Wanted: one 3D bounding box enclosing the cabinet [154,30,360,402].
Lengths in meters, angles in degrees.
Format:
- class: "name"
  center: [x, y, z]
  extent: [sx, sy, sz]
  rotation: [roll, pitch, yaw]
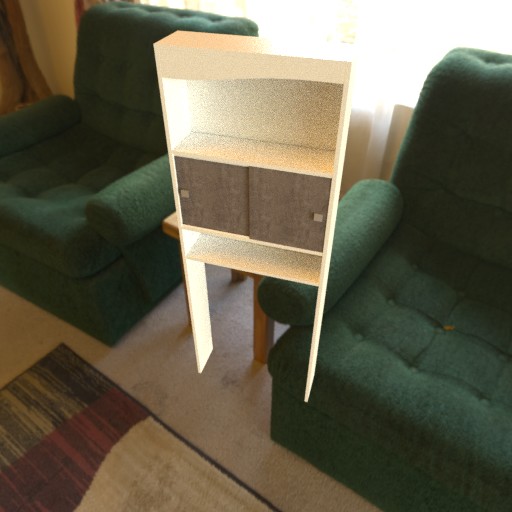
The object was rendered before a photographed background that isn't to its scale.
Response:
- class: "cabinet"
  center: [0.000, 0.000, 1.996]
  extent: [0.643, 1.770, 0.192]
  rotation: [11, 41, 13]
